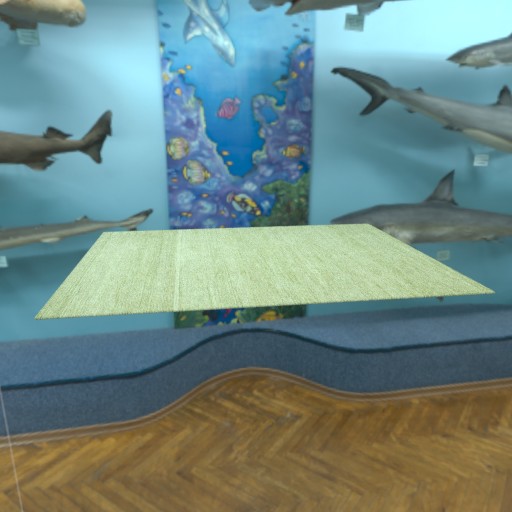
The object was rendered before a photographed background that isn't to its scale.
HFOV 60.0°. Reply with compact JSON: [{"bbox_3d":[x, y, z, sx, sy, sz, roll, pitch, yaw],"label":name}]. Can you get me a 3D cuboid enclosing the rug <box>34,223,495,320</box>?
[{"bbox_3d":[0.000,0.000,4.181,3.198,0.016,2.425,-2,16,-8],"label":"rug"}]
